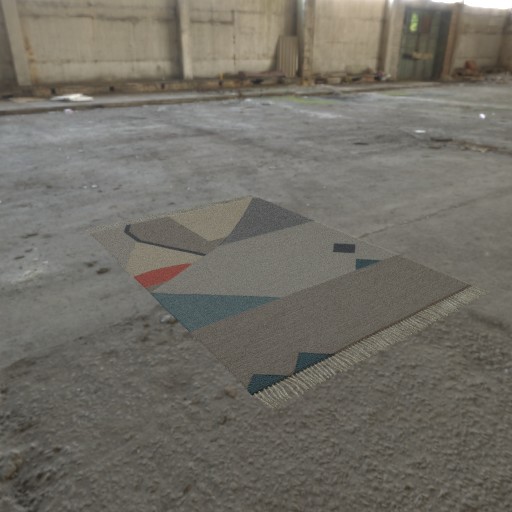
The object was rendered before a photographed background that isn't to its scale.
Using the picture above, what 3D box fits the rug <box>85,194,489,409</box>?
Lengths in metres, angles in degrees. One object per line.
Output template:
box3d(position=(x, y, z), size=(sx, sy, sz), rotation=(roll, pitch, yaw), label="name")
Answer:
box3d(position=(0.000, 0.000, 2.296), size=(1.220, 0.005, 1.828), rotation=(-17, 29, -32), label="rug")
